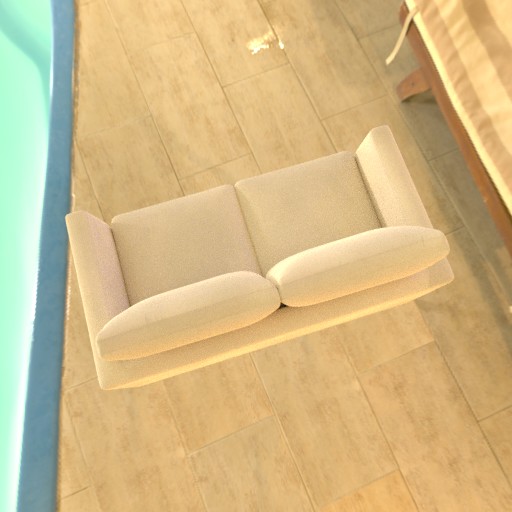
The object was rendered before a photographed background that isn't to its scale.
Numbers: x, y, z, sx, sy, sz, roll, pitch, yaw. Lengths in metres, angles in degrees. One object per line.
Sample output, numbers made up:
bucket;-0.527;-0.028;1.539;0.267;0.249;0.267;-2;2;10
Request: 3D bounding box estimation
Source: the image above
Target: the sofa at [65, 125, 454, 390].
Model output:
sofa;0.000;0.000;2.357;1.739;0.995;0.906;-17;75;-4
